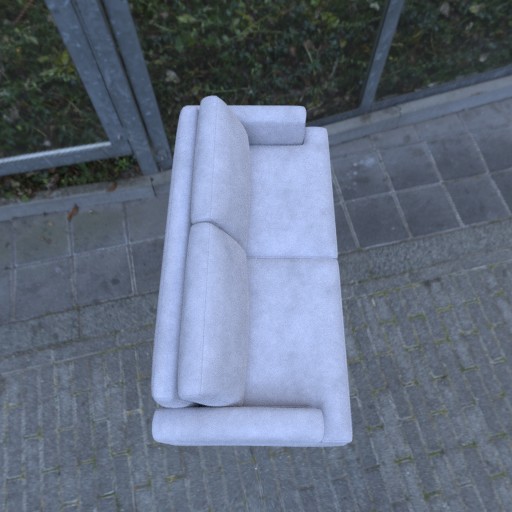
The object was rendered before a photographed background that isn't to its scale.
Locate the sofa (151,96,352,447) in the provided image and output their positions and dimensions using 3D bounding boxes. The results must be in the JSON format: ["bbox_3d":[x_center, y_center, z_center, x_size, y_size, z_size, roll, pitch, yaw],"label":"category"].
[{"bbox_3d":[0.000,0.000,2.554,0.980,0.830,2.013,0,64,0],"label":"sofa"}]
